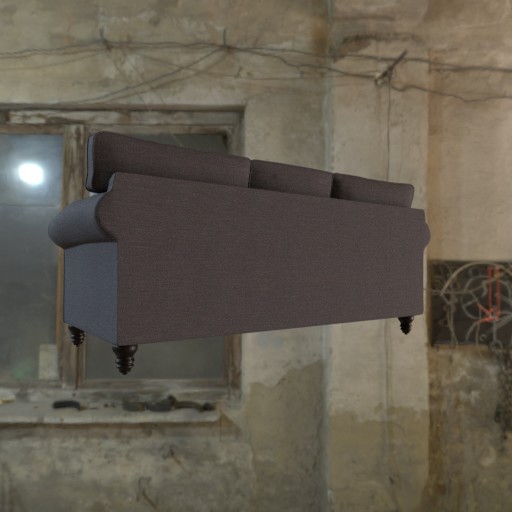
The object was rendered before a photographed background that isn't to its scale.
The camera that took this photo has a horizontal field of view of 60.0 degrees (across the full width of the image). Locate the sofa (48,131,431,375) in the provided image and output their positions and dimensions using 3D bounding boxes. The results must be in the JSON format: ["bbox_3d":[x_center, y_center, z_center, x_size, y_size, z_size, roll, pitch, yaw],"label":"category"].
[{"bbox_3d":[0.000,0.000,2.556,2.084,0.966,0.909,1,-2,-35],"label":"sofa"}]
